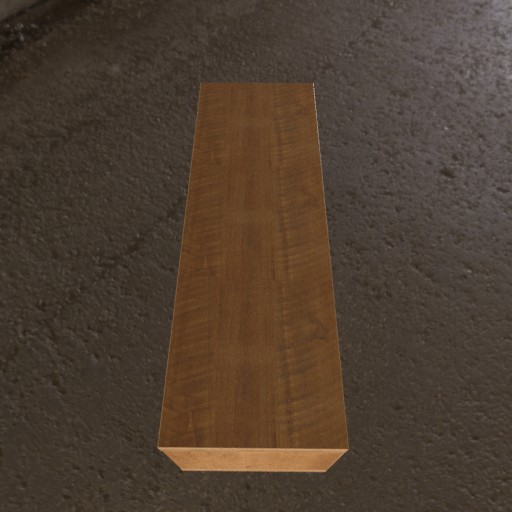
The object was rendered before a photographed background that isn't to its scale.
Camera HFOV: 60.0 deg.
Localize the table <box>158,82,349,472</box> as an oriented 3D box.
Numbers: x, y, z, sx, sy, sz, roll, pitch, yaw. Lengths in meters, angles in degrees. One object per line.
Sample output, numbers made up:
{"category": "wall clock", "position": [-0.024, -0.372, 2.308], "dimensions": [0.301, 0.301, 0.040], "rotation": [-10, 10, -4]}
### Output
{"category": "table", "position": [0.000, 0.000, 1.760], "dimensions": [0.499, 0.491, 1.499], "rotation": [0, 57, 0]}
